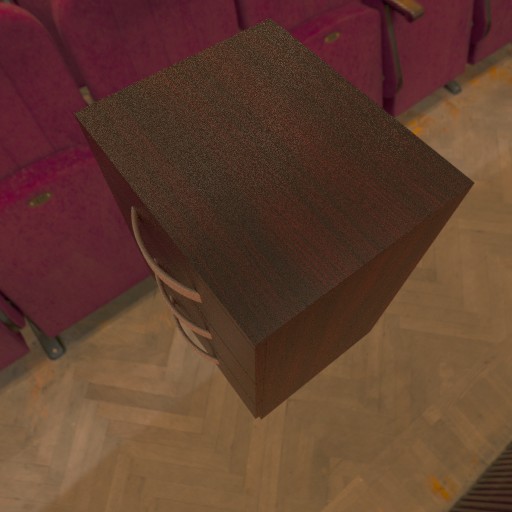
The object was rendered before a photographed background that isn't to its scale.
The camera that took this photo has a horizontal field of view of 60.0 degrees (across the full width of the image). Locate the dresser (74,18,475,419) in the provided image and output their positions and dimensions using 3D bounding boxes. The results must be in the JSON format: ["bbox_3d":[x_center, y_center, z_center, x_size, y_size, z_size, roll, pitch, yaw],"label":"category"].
[{"bbox_3d":[0.000,0.000,0.805,0.360,0.560,0.400,-34,67,-17],"label":"dresser"}]
